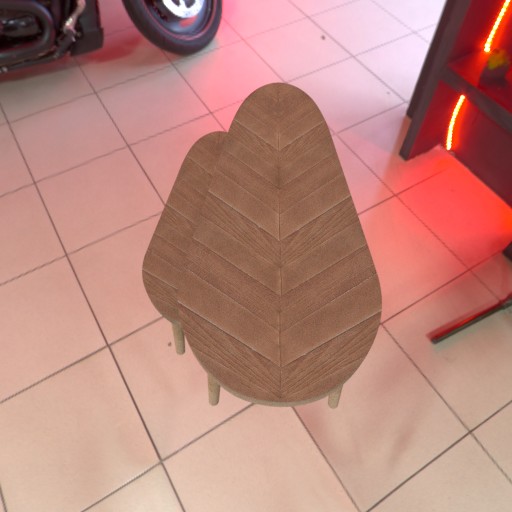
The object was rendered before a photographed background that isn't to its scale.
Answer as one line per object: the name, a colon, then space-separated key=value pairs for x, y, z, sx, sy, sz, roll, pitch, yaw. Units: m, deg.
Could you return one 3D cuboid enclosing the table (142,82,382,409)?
table: x=0.000 y=0.000 z=1.625 sx=0.701 sy=0.595 sz=1.190 roll=1 pitch=58 yaw=1
